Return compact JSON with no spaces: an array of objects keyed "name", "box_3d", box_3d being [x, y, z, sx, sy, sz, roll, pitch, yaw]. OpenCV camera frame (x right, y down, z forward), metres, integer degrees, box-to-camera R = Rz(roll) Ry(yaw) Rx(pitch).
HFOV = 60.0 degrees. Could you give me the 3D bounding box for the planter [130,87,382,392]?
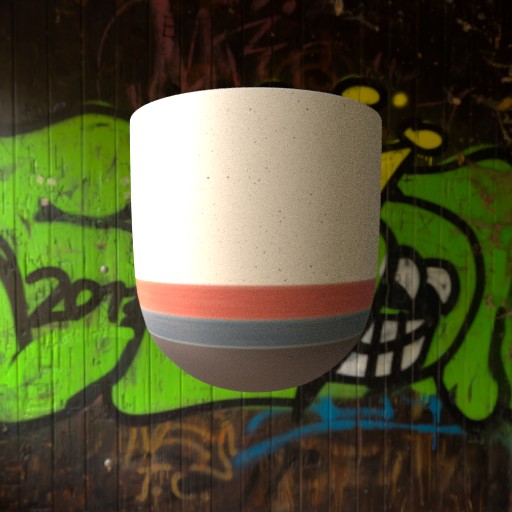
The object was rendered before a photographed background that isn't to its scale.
[{"name":"planter","box_3d":[0.000,0.000,0.377,0.204,0.214,0.204,0,2,0]}]
